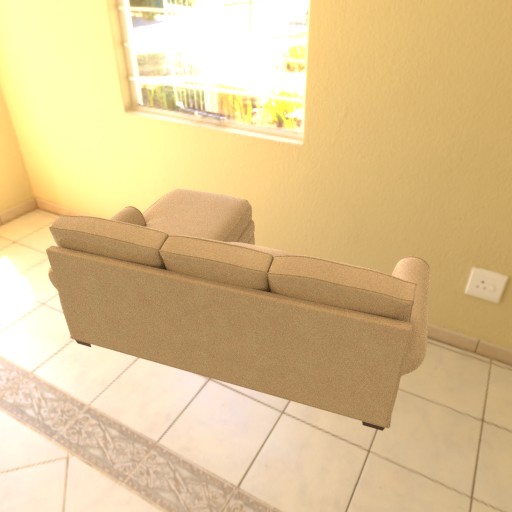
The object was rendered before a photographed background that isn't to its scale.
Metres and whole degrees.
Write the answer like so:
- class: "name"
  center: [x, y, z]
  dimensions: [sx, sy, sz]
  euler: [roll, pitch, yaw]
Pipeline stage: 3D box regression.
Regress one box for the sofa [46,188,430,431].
- class: "sofa"
  center: [0.000, 0.000, 2.408]
  dimensions: [1.770, 0.734, 1.226]
  euler: [11, 35, 16]
